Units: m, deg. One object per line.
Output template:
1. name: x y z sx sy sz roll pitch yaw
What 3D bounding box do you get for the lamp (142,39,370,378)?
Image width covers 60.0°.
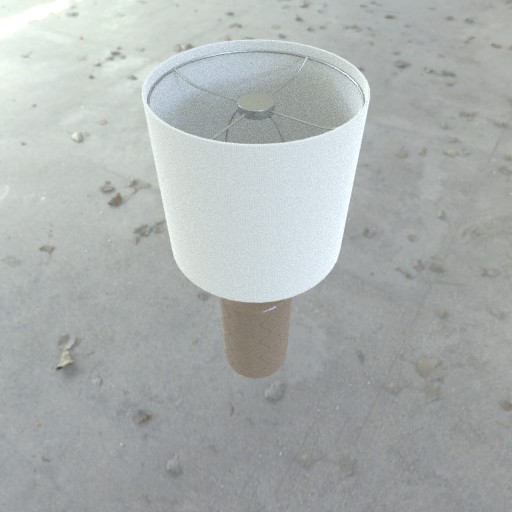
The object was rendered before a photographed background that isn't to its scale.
1. lamp: 0.000 0.000 0.573 0.207 0.461 0.207 25 52 22
